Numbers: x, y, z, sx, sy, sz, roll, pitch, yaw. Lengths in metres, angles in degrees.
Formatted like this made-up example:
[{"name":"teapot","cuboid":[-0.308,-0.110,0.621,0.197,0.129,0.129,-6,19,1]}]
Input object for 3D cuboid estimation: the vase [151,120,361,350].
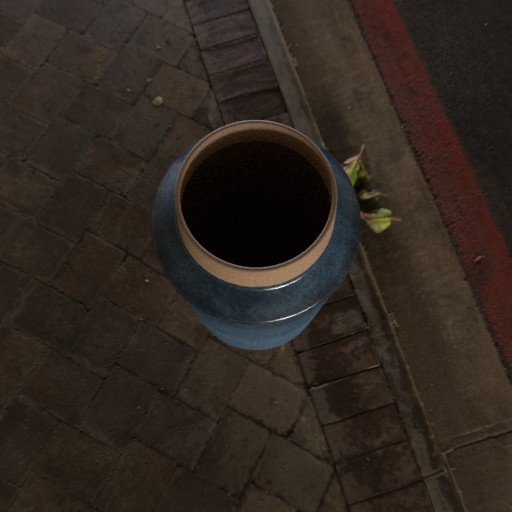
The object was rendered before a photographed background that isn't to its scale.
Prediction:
[{"name":"vase","cuboid":[0.000,0.000,0.413,0.163,0.316,0.163,0,76,0]}]
